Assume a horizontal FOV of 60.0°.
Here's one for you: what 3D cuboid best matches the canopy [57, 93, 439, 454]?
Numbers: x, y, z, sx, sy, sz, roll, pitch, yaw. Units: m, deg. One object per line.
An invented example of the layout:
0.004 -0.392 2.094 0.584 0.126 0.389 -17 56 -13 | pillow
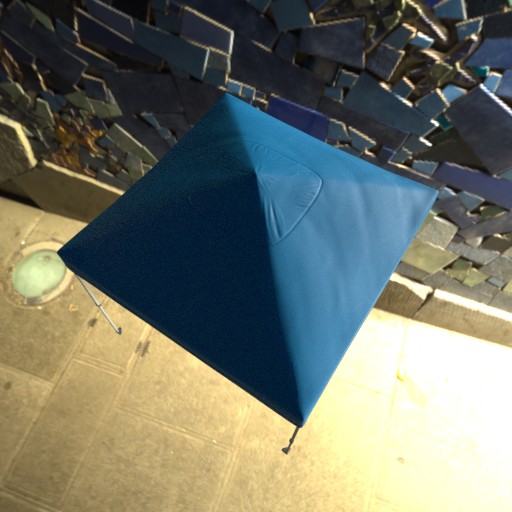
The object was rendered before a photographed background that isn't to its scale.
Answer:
0.000 0.000 5.413 2.998 2.997 2.996 30 64 17 | canopy
